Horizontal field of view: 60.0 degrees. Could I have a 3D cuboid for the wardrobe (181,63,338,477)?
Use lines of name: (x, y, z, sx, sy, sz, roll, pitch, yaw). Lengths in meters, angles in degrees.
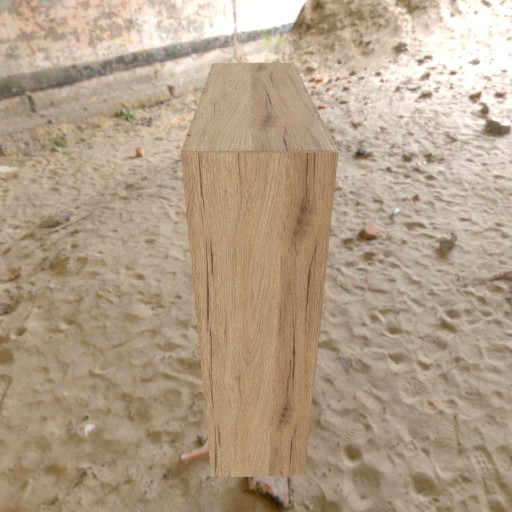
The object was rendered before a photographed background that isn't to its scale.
wardrobe: (0.000, 0.000, 2.927, 0.580, 2.070, 1.810, -1, 33, -1)
